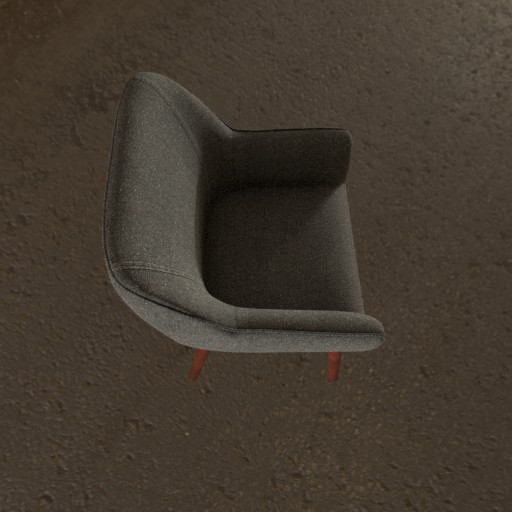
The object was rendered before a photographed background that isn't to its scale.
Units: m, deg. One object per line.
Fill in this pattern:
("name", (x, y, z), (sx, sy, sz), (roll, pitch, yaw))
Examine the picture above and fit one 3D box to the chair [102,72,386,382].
("chair", (0.000, 0.000, 1.122), (0.519, 0.803, 0.543), (-2, 64, -1))
